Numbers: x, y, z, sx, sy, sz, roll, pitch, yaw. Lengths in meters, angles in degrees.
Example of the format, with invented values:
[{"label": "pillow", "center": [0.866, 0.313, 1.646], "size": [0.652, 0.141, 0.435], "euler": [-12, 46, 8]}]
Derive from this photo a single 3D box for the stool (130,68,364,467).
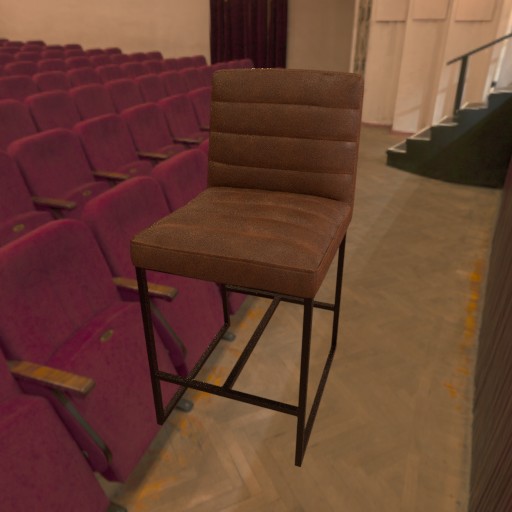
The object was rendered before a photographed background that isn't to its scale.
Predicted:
[{"label": "stool", "center": [0.000, 0.000, 1.251], "size": [0.463, 0.942, 0.562], "euler": [9, 28, 17]}]
